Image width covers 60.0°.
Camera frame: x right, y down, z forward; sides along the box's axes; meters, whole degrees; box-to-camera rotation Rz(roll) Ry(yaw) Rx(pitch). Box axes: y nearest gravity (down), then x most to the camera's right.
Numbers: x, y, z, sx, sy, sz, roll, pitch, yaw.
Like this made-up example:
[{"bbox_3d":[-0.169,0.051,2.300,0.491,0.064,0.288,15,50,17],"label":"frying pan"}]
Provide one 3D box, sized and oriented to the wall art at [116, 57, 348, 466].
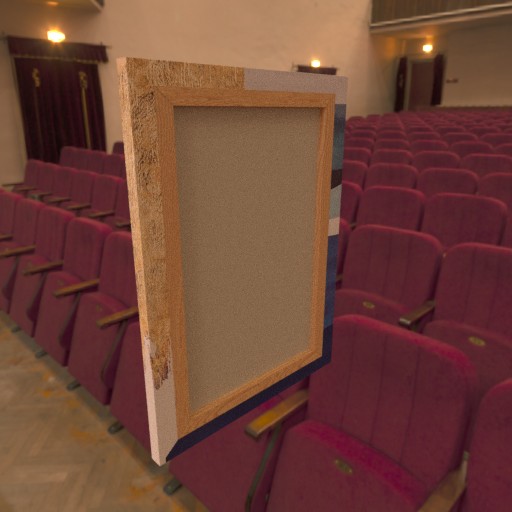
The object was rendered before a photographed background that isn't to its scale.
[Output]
[{"bbox_3d":[0.000,0.000,0.788,0.458,0.613,0.026,-17,24,-41],"label":"wall art"}]
